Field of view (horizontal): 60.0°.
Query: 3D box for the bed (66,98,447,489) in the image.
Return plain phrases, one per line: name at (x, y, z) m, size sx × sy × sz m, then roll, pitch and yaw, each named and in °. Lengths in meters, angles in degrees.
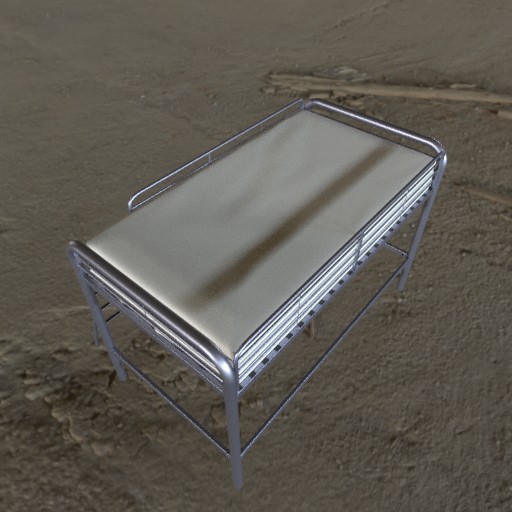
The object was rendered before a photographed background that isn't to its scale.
bed at (0.000, 0.000, 2.864) m, size 1.415 × 1.288 × 1.965 m, roll 31°, pitch 52°, yaw 27°
